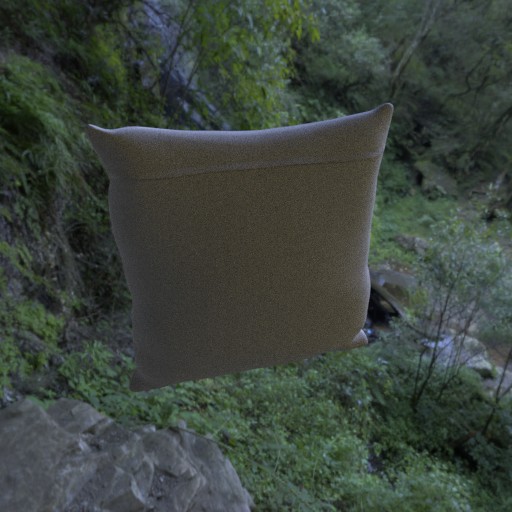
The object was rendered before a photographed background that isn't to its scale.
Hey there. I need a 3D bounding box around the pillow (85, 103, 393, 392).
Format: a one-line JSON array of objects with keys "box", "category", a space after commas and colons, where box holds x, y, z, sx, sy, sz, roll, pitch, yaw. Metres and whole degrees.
[{"box": [0.000, 0.000, 0.694, 0.440, 0.441, 0.182, -8, 28, -15], "category": "pillow"}]
